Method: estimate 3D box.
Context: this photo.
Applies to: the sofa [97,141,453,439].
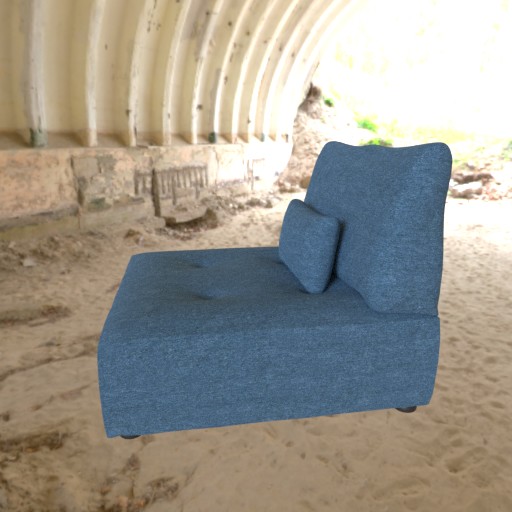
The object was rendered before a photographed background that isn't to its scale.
[{"bbox_3d":[0.000,0.000,1.639,1.000,0.820,0.930,-2,15,-9],"label":"sofa"}]
